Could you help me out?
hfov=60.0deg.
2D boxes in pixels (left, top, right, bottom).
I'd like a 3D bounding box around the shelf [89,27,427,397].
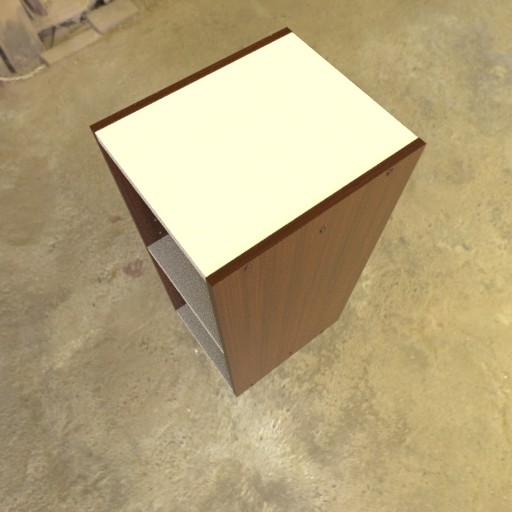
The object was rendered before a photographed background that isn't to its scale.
[{"bbox_3d":[0.000,0.000,0.768,0.290,0.600,0.253,-34,68,-16],"label":"shelf"}]
